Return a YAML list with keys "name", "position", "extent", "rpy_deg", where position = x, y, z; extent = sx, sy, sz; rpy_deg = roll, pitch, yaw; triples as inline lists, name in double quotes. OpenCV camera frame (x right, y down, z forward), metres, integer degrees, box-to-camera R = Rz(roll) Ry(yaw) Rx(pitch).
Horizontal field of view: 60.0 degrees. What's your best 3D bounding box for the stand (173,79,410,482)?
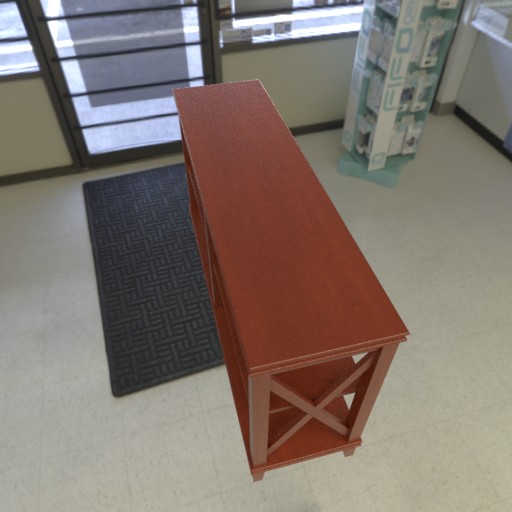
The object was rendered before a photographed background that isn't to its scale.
- name: "stand"
  position: [0.000, 0.000, 1.719]
  extent: [0.381, 0.762, 1.372]
  rpy_deg: [-10, 47, -10]
